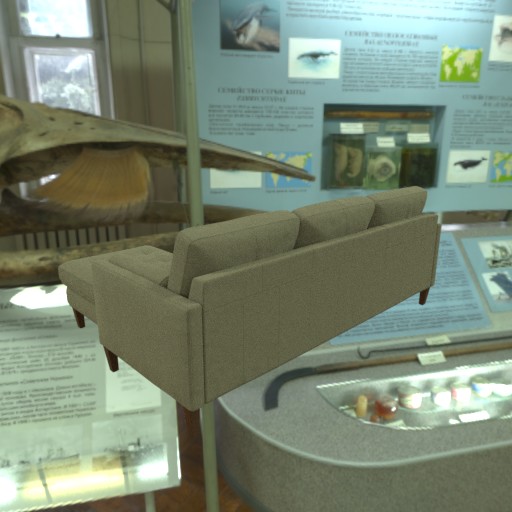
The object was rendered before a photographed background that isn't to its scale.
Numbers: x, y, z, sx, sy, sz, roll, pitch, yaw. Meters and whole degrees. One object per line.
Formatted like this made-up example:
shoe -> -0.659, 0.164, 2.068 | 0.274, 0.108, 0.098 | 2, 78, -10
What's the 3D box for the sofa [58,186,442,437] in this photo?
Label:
sofa -> 0.000, 0.000, 2.930 | 2.178, 0.875, 1.506 | -15, 22, -42
